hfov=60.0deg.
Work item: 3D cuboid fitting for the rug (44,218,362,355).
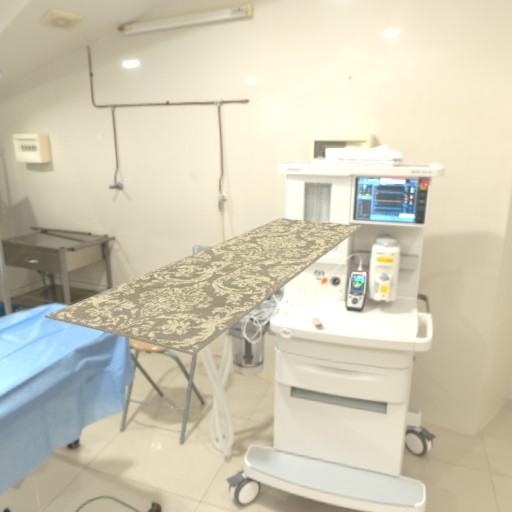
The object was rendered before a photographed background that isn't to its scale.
[{"bbox_3d":[0.000,0.000,2.443,0.662,0.011,2.196,7,17,25],"label":"rug"}]
